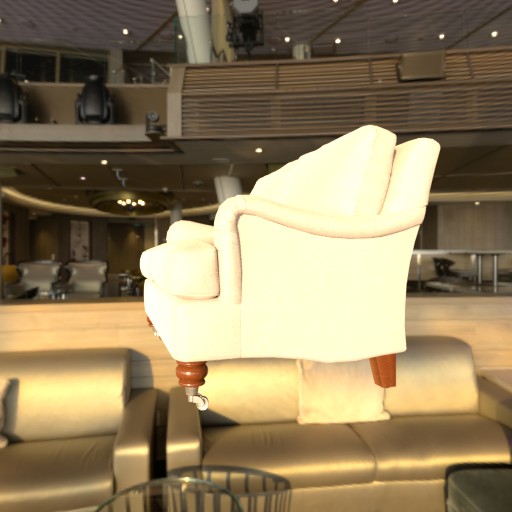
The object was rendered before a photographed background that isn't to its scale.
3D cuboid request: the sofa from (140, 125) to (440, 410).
[{"bbox_3d":[0.000,0.000,2.268,1.087,1.048,1.508,0,0,-18],"label":"sofa"}]
